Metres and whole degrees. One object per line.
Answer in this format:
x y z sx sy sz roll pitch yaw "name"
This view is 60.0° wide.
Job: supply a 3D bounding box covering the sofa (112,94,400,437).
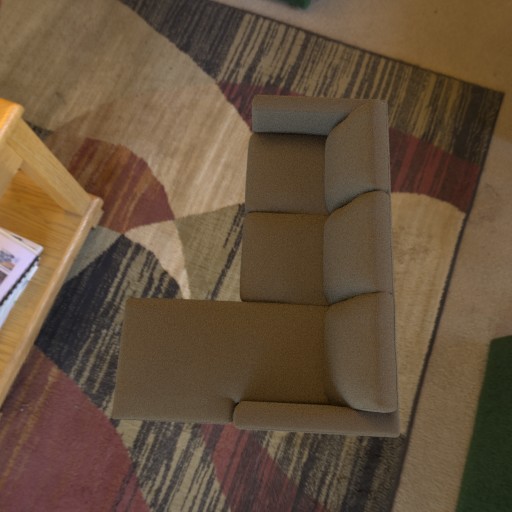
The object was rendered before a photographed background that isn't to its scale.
0.000 0.000 2.810 1.591 0.897 2.031 3 74 1 "sofa"
